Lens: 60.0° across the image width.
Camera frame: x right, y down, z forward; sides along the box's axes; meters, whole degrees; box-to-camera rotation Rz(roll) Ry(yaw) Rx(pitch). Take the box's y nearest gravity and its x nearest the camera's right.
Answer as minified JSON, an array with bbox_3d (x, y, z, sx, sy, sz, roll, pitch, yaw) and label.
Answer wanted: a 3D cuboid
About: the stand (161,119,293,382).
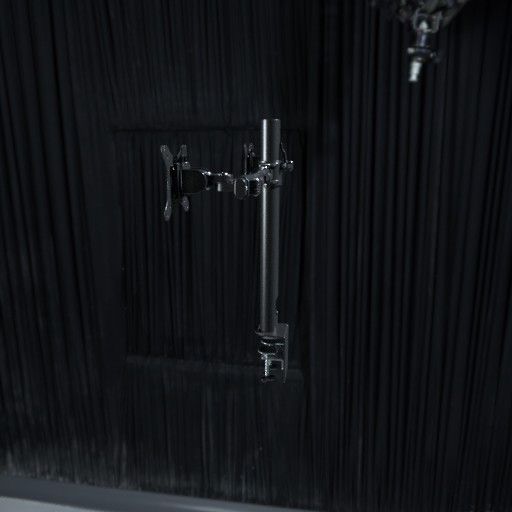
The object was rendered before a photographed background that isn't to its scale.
[{"bbox_3d":[0.000,0.000,1.026,0.150,0.603,0.743,2,15,9],"label":"stand"}]
